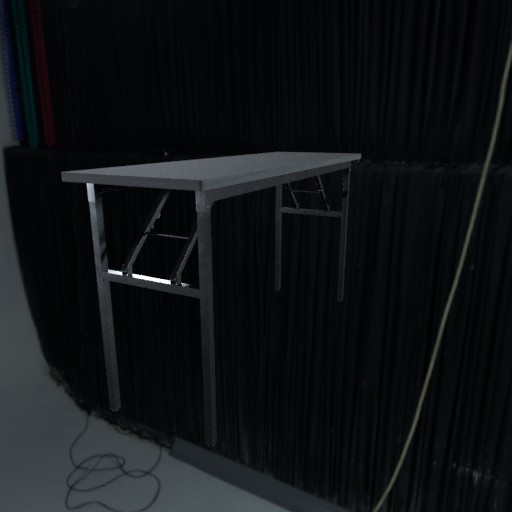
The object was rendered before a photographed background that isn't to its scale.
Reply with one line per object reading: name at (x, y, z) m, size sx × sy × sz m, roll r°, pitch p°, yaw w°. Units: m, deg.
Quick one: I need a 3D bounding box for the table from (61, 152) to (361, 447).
table at (0.000, 0.000, 1.771) m, size 0.449 × 0.750 × 1.399 m, roll 8°, pitch 17°, yaw 26°
